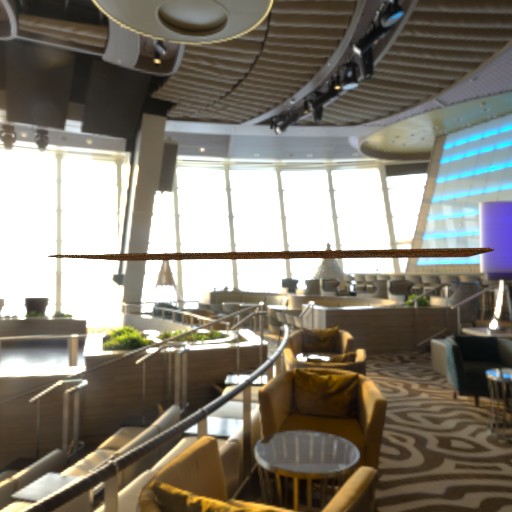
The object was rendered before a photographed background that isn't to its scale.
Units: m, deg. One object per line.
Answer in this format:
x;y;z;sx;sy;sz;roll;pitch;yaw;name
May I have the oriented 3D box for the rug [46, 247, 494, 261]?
0.000;0.000;1.993;1.820;0.013;0.556;-1;-2;18;rug
